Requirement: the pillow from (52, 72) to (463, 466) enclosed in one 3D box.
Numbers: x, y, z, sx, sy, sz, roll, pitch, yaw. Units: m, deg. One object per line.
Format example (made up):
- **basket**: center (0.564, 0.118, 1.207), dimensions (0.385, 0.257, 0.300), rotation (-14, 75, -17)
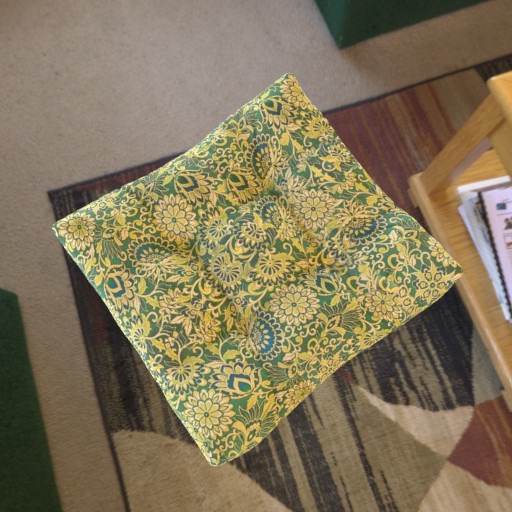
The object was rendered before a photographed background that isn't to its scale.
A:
- **pillow**: center (0.000, 0.000, 0.735), dimensions (0.490, 0.128, 0.468), rotation (-36, 78, -9)
